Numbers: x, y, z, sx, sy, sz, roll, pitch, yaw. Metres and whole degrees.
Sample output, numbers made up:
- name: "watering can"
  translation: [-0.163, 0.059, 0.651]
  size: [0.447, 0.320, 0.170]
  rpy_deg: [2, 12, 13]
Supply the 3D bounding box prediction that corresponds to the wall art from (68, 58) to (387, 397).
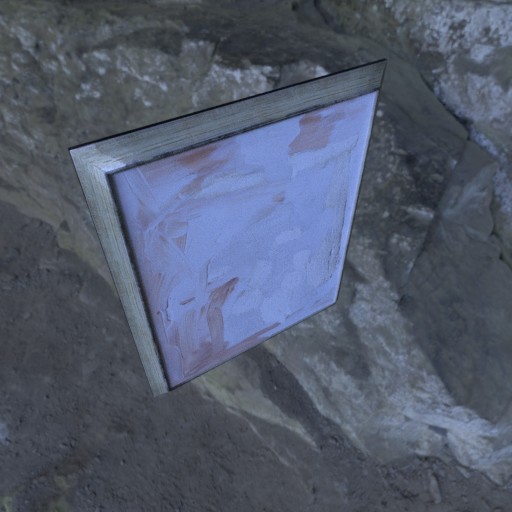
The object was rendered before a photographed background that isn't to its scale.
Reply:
- name: "wall art"
  translation: [0.000, 0.000, 0.620]
  size: [0.381, 0.457, 0.023]
  rpy_deg: [-24, 50, -22]
